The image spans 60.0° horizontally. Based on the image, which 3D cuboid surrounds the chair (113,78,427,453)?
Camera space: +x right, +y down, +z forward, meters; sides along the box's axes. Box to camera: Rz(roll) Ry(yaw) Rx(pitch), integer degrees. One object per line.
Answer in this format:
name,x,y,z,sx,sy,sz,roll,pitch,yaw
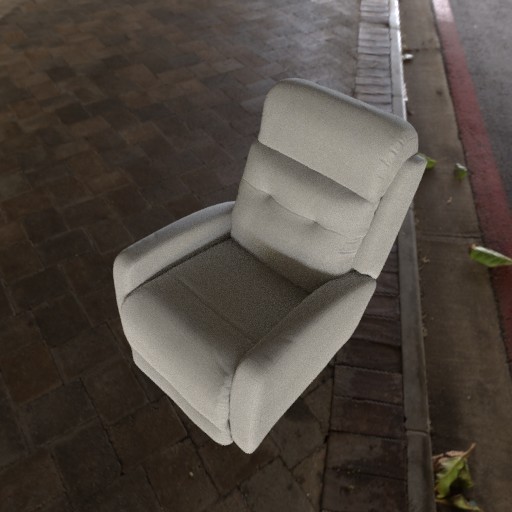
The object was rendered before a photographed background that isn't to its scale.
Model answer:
chair,0.000,0.000,1.719,0.798,1.013,1.043,35,57,27
